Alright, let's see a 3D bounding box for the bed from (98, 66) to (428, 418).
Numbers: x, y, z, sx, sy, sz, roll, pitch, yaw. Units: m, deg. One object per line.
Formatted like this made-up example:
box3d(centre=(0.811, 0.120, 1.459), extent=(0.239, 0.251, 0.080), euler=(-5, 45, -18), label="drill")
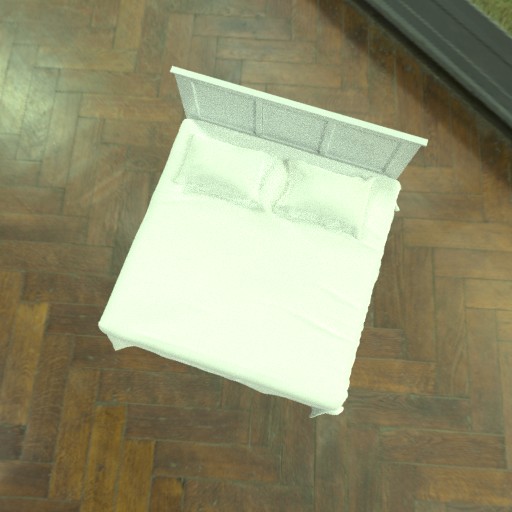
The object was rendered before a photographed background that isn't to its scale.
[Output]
box3d(centre=(0.000, 0.000, 3.673), extent=(2.317, 1.273, 2.215), euler=(18, 76, 4), label="bed")
